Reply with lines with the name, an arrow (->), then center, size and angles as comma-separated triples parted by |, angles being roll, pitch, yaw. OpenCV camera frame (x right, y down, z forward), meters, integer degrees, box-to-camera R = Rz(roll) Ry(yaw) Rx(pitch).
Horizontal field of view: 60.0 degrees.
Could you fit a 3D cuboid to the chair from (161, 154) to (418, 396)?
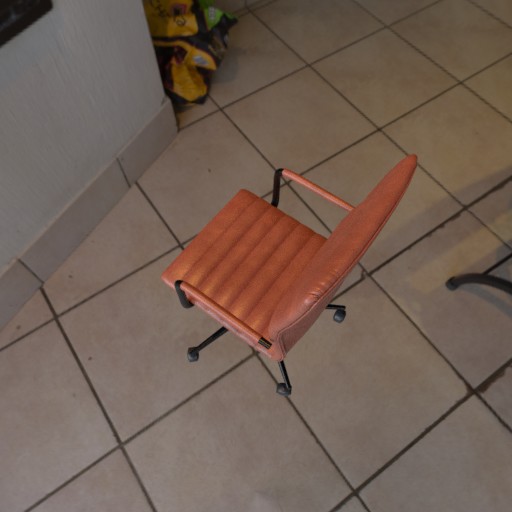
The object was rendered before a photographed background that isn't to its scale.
chair -> 0.000, 0.000, 1.284 | 0.578, 0.878, 0.600 | 33, 67, 16
